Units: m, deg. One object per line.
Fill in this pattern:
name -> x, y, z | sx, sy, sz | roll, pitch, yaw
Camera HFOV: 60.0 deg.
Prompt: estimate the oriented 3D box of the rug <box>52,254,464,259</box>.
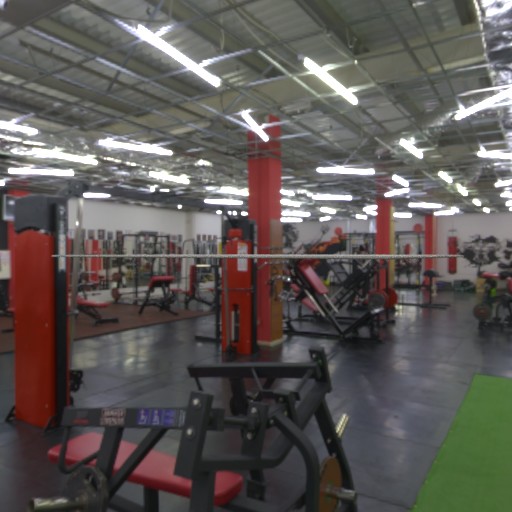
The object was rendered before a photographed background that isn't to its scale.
rug -> 0.000, 0.000, 2.377 | 1.847, 0.012, 1.224 | 0, 0, 35
